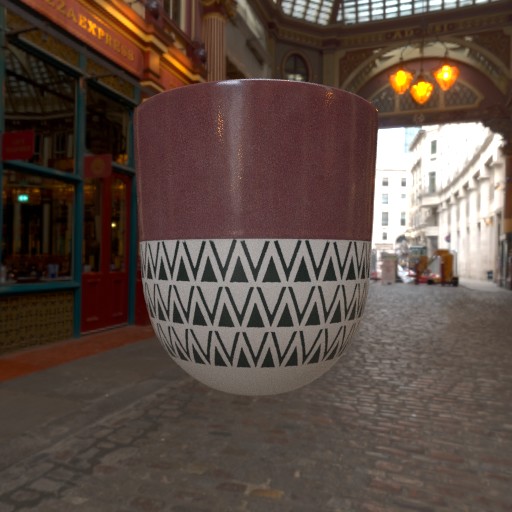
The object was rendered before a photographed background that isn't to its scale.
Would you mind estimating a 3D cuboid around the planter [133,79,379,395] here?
[{"bbox_3d":[0.000,0.000,0.364,0.195,0.214,0.195,0,0,0],"label":"planter"}]
